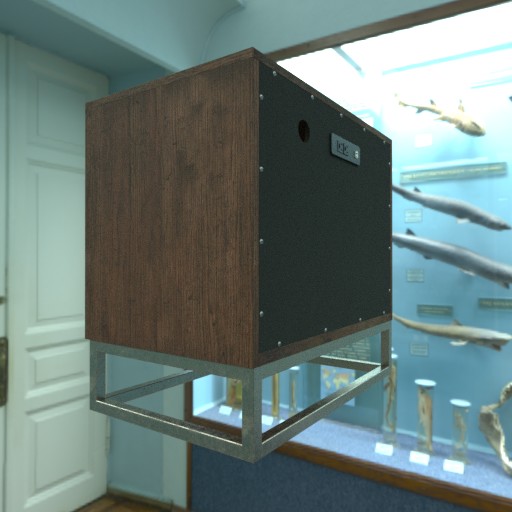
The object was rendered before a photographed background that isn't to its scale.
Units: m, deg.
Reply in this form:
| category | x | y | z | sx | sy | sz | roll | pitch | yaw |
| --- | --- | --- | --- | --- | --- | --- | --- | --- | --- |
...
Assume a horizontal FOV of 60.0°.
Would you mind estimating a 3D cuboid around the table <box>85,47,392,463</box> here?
| category | x | y | z | sx | sy | sz | roll | pitch | yaw |
| --- | --- | --- | --- | --- | --- | --- | --- | --- | --- |
| table | 0.000 | 0.000 | 1.254 | 0.542 | 0.746 | 0.767 | 0 | 0 | 35 |
